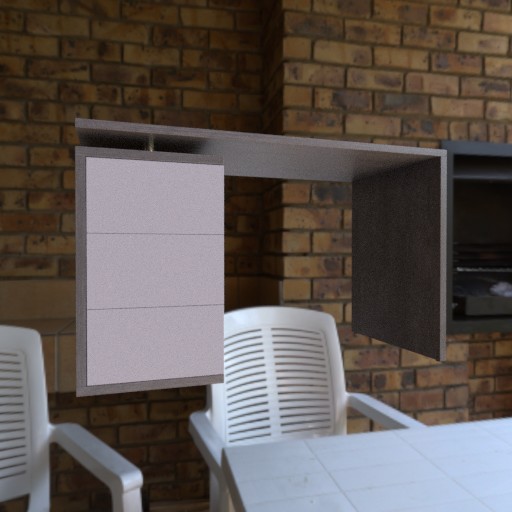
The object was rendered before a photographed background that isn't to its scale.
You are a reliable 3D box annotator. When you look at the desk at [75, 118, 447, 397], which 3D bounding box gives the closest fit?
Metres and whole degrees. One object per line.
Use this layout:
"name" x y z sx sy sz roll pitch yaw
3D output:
"desk" 0.000 0.000 1.645 1.200 0.740 0.600 0 1 -18
